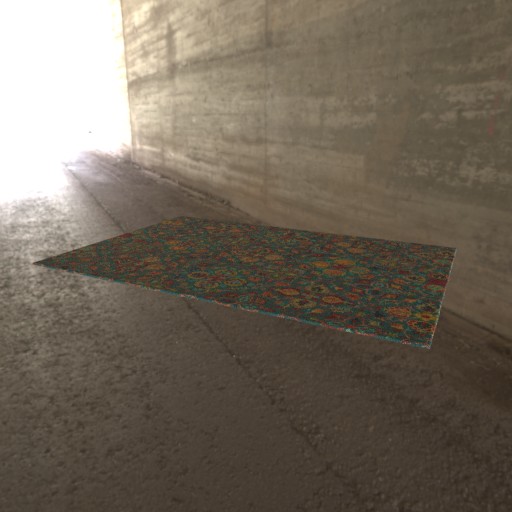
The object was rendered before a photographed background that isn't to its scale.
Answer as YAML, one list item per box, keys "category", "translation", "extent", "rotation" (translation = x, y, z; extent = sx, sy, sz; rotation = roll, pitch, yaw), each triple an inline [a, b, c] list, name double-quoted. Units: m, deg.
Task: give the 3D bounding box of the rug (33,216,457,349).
- category: "rug"
  translation: [0.000, 0.000, 2.856]
  extent: [2.290, 0.016, 1.527]
  rotation: [9, 19, 26]
